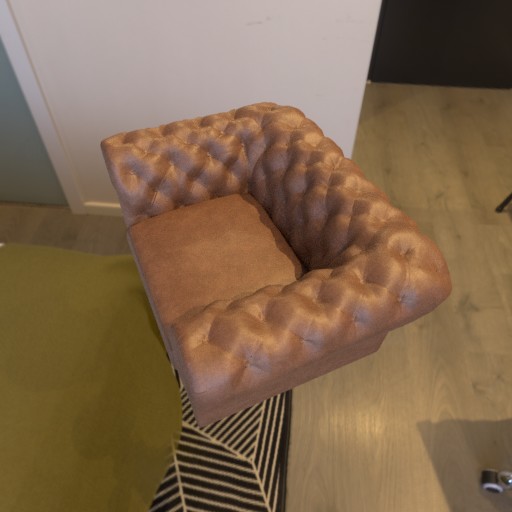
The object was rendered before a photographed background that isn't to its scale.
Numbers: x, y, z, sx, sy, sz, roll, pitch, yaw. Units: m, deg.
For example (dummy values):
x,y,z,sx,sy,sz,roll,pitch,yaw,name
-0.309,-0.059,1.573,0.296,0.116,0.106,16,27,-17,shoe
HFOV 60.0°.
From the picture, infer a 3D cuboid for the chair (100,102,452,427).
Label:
x,y,z,sx,sy,sz,roll,pitch,yaw,name
0.000,0.000,1.888,0.954,0.784,1.298,-18,50,-16,chair
